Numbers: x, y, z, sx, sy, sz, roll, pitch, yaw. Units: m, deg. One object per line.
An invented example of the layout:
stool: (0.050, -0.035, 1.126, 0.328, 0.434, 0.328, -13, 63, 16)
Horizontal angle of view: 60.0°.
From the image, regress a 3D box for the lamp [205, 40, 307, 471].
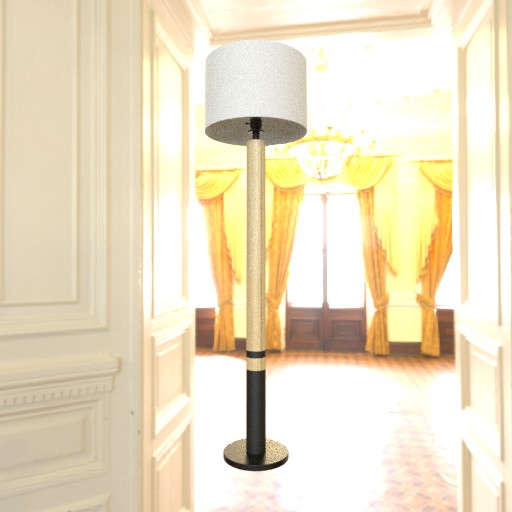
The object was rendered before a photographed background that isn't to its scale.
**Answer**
lamp: (0.000, 0.000, 1.649, 0.381, 1.478, 0.381, 1, -1, -36)
